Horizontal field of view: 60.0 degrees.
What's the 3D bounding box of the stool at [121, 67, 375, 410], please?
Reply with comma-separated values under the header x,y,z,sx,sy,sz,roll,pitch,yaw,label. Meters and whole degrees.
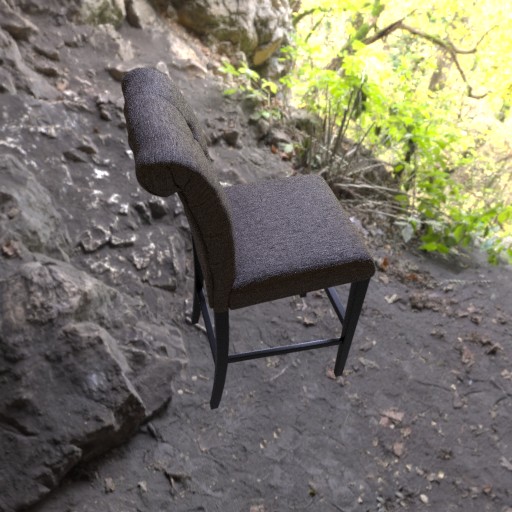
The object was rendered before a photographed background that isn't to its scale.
x,y,z,sx,sy,sz,roll,pitch,yaw,label
0.000,0.000,1.439,0.613,1.131,0.452,-12,48,-11,stool
